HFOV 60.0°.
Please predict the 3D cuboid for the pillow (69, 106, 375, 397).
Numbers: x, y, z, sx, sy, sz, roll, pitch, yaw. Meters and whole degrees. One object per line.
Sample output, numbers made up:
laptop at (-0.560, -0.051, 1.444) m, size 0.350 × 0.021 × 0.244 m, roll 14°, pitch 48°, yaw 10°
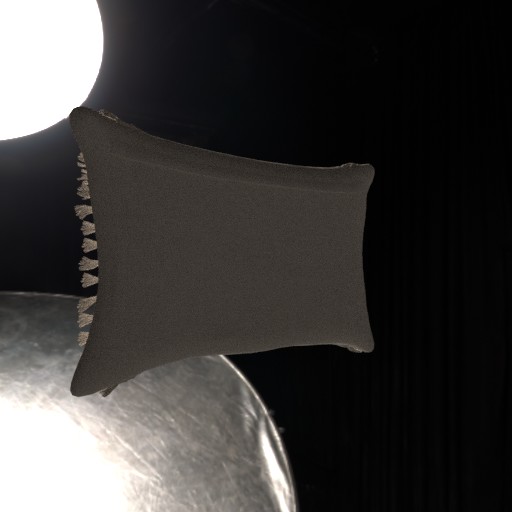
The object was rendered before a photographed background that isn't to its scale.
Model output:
pillow at (0.000, 0.000, 0.582) m, size 0.466 × 0.305 × 0.084 m, roll 1°, pitch -1°, yaw -35°
